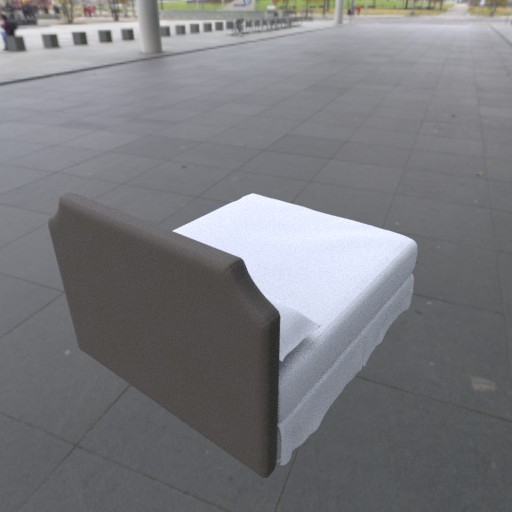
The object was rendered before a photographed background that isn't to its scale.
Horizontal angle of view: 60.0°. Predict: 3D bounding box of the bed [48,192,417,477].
[{"bbox_3d":[0.000,0.000,3.927,2.194,1.561,2.536,21,36,32],"label":"bed"}]
